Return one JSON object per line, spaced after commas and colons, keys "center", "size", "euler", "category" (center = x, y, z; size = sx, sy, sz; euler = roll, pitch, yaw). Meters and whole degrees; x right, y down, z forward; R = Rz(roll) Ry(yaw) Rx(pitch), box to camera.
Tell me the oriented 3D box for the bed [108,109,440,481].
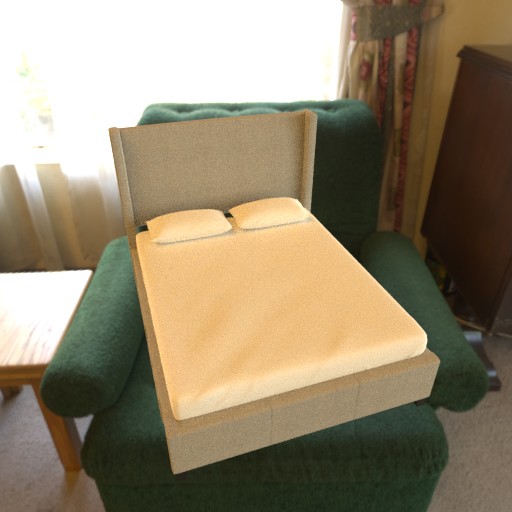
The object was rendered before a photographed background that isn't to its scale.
{"center": [0.000, 0.000, 3.321], "size": [1.774, 1.491, 2.222], "euler": [-10, 34, -16], "category": "bed"}
